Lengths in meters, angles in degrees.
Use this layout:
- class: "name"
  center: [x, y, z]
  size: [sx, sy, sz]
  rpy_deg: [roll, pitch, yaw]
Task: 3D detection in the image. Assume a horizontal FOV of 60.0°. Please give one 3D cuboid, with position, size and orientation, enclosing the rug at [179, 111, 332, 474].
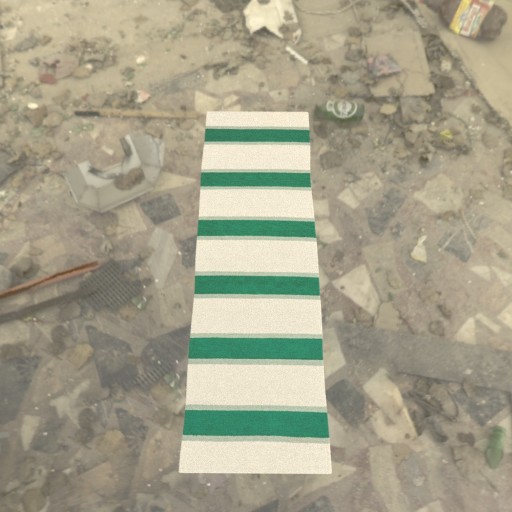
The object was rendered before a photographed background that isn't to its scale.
- class: "rug"
  center: [0.000, 0.000, 2.770]
  size: [0.768, 0.012, 2.438]
  rpy_deg: [0, 63, 0]
